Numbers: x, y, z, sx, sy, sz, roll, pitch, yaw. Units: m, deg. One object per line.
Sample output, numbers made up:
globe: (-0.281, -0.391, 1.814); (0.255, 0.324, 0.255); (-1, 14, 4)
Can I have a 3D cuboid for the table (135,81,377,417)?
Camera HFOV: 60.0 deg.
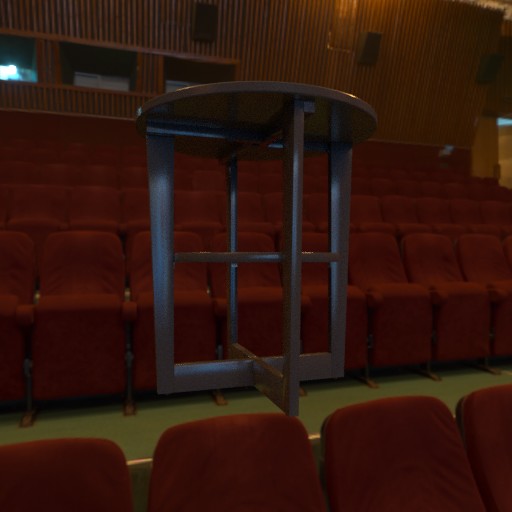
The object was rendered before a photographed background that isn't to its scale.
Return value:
table: (0.000, 0.000, 0.945); (0.500, 0.550, 0.500); (0, 0, 0)
